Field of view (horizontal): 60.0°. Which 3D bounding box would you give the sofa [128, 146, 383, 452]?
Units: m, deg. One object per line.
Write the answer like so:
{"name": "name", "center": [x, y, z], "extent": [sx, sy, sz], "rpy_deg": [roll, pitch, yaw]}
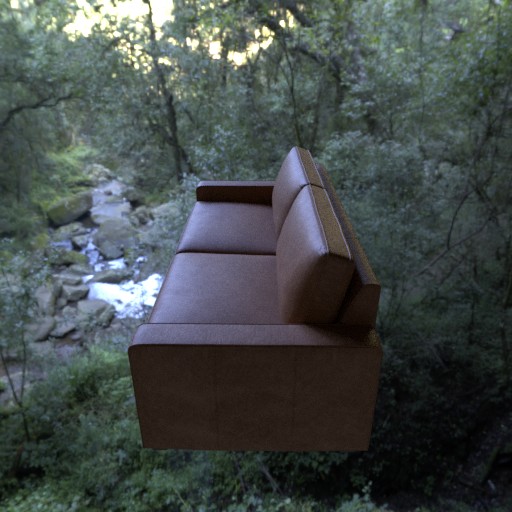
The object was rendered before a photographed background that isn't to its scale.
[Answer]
{"name": "sofa", "center": [0.000, 0.000, 2.658], "extent": [0.991, 0.928, 2.156], "rpy_deg": [0, 27, 1]}
